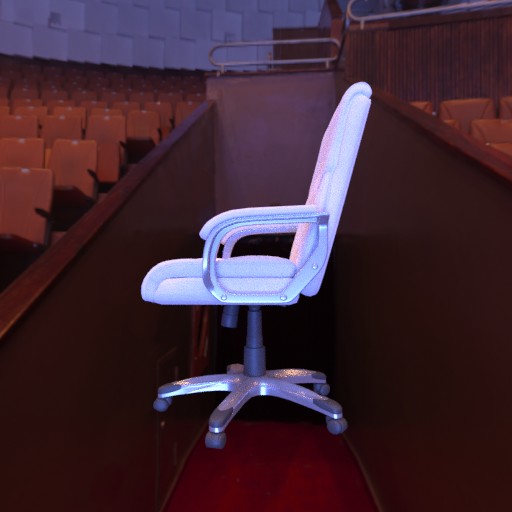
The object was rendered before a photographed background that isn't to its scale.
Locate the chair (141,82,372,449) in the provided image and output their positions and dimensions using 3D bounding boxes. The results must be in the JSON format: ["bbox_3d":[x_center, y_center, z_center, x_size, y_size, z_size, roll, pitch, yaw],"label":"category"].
[{"bbox_3d":[0.000,0.000,1.606,0.738,1.120,0.687,0,0,1],"label":"chair"}]
